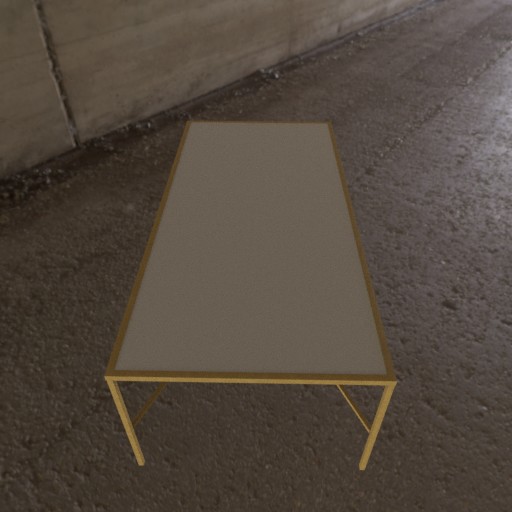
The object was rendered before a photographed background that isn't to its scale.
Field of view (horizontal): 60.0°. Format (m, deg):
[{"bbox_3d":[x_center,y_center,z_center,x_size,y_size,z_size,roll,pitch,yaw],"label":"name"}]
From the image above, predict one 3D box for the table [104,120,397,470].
[{"bbox_3d":[0.000,0.000,1.463,0.580,0.398,1.206,1,41,1],"label":"table"}]
